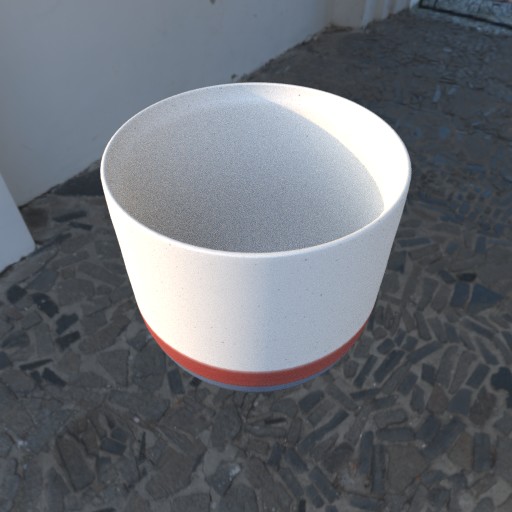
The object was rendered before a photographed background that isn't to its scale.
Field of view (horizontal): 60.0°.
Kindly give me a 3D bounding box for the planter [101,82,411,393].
[{"bbox_3d":[0.000,0.000,0.485,0.268,0.270,0.268,0,46,0],"label":"planter"}]
